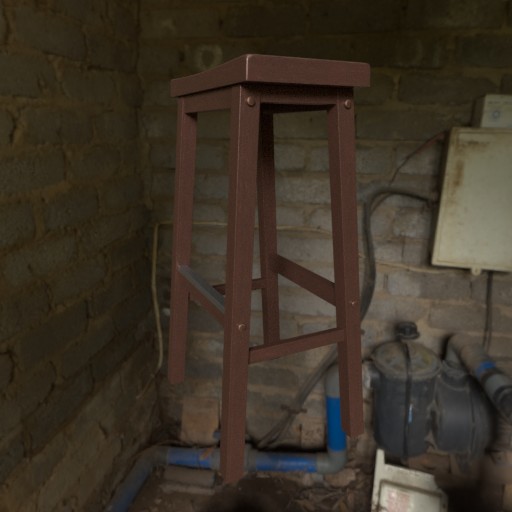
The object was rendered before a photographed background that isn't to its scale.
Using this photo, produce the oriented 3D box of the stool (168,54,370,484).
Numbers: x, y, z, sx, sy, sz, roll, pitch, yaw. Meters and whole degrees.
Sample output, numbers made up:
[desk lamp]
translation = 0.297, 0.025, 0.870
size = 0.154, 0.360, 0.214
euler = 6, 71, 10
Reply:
[stool]
translation = 0.000, 0.000, 0.966
size = 0.322, 0.742, 0.406
euler = -8, 18, -25
